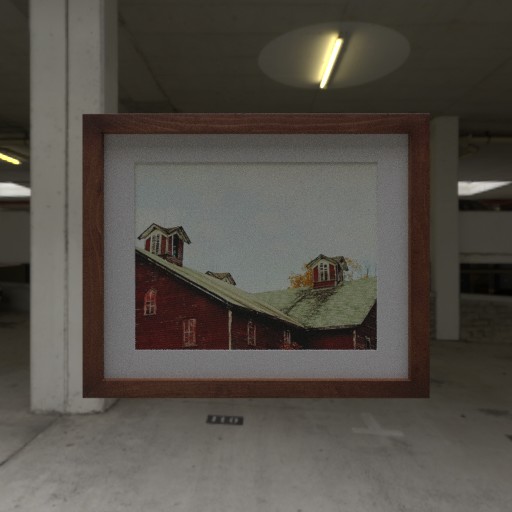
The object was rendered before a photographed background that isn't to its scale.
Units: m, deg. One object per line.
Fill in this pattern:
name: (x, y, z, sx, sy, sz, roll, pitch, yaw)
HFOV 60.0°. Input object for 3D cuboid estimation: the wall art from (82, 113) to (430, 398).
wall art: (0.000, 0.000, 0.526, 0.401, 0.328, 0.030, 0, 0, 0)
